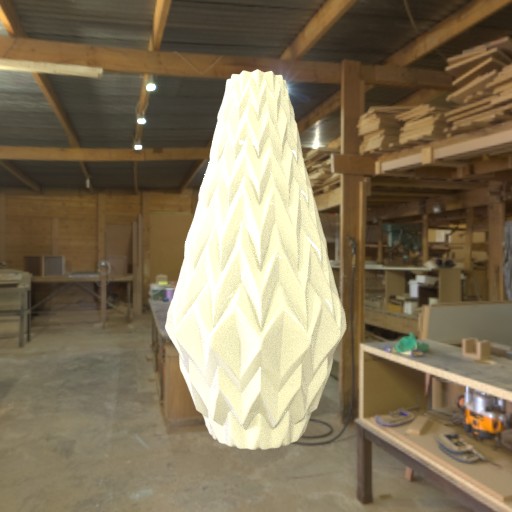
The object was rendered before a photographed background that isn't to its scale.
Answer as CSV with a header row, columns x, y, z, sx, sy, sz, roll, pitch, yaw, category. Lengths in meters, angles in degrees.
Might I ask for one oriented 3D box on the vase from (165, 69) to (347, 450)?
x,y,z,sx,sy,sz,roll,pitch,yaw,category
0.000,0.000,0.418,0.167,0.328,0.167,0,1,0,vase
